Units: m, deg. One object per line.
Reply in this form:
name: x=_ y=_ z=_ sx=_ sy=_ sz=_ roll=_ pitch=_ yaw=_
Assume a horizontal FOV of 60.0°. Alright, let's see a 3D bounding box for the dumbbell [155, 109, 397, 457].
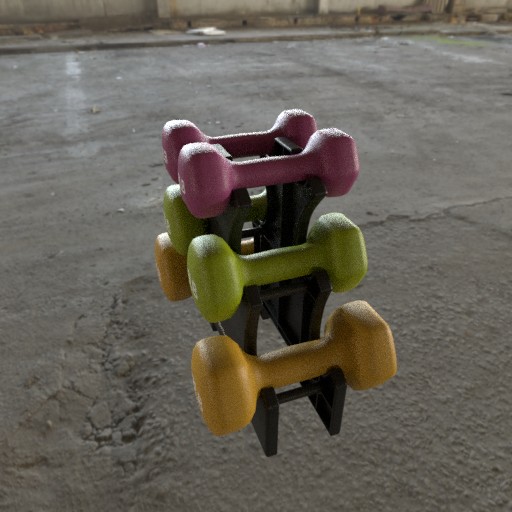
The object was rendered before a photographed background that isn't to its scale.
dumbbell: x=0.000 y=0.000 z=0.474 sx=0.190 sy=0.271 sz=0.300 roll=-11 pitch=33 yaw=-17
